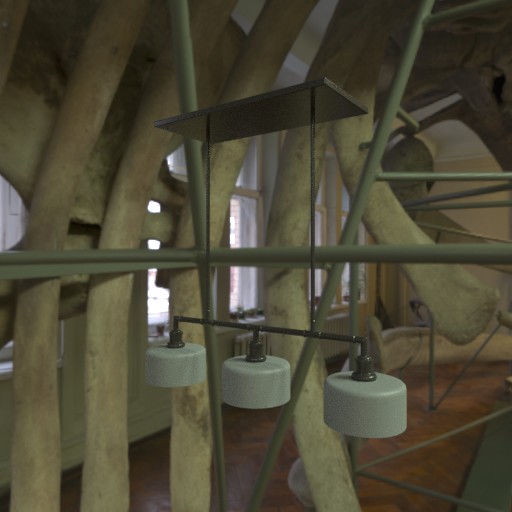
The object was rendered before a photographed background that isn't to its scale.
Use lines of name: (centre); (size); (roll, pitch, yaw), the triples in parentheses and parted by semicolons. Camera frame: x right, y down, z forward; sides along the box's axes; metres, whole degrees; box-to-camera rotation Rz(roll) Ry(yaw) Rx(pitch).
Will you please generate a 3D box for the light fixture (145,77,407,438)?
light fixture: (0.000, 0.000, 0.875); (0.582, 0.557, 0.177); (0, 0, 36)
